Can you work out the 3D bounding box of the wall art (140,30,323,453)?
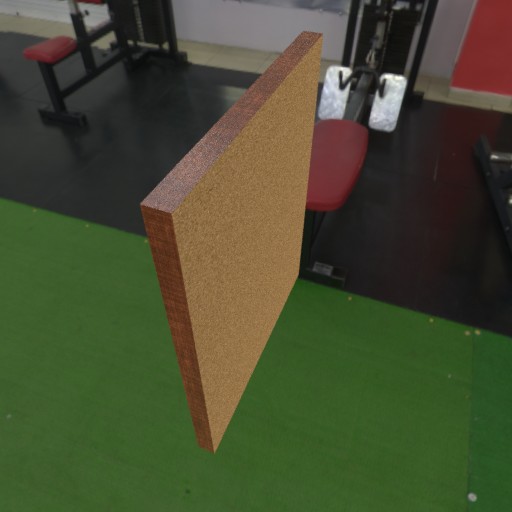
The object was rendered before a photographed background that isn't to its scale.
[{"bbox_3d":[0.000,0.000,0.751,0.033,0.567,0.467,17,48,16],"label":"wall art"}]
